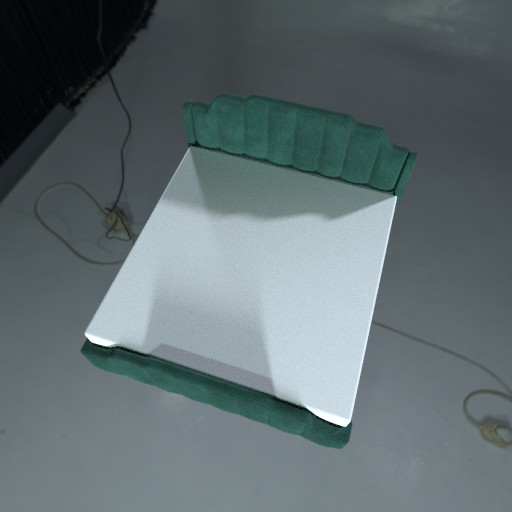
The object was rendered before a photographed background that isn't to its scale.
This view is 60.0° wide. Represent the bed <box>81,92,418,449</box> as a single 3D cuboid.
[{"bbox_3d":[0.000,0.000,3.608,2.074,1.245,2.340,16,60,9],"label":"bed"}]
